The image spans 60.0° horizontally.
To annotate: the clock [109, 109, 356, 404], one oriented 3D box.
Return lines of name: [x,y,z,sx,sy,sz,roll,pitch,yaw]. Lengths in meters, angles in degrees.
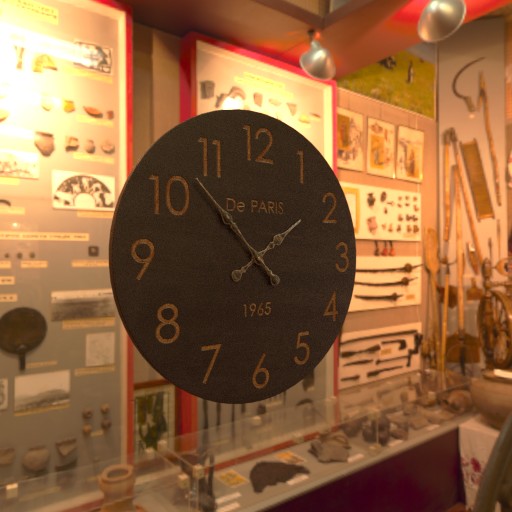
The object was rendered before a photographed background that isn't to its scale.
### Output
clock: [0.000,0.000,0.914,0.595,0.595,0.029,1,-1,-35]
